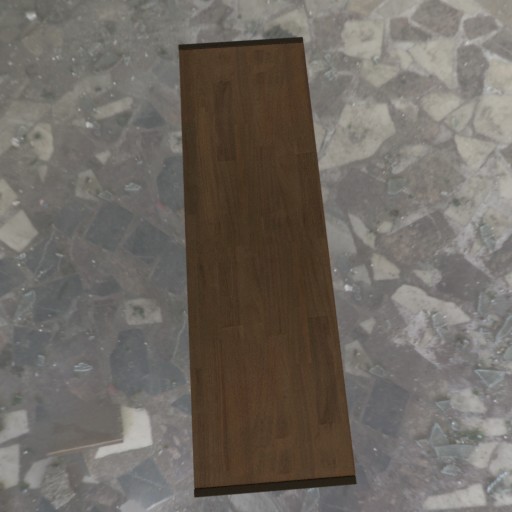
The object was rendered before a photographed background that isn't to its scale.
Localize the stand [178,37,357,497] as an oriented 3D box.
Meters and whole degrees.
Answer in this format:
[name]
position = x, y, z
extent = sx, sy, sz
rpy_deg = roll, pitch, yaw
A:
[stand]
position = 0.000, 0.000, 1.655
extent = 0.454, 0.506, 1.480
rpy_deg = -4, 75, -1
